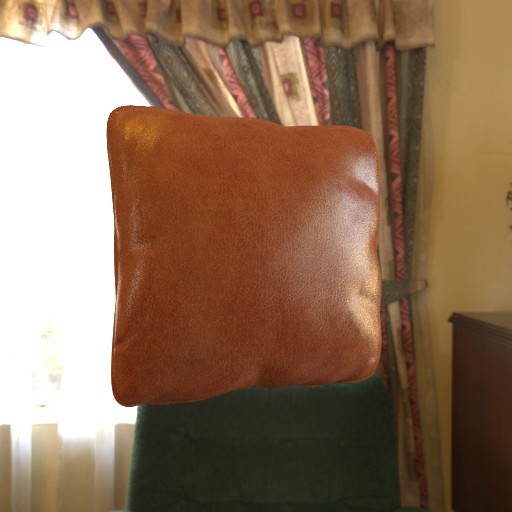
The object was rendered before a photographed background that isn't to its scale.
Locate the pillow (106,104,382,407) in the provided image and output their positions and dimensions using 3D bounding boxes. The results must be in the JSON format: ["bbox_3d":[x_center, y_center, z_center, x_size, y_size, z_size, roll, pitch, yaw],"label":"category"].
[{"bbox_3d":[0.000,0.000,0.828,0.532,0.523,0.236,0,0,-18],"label":"pillow"}]
